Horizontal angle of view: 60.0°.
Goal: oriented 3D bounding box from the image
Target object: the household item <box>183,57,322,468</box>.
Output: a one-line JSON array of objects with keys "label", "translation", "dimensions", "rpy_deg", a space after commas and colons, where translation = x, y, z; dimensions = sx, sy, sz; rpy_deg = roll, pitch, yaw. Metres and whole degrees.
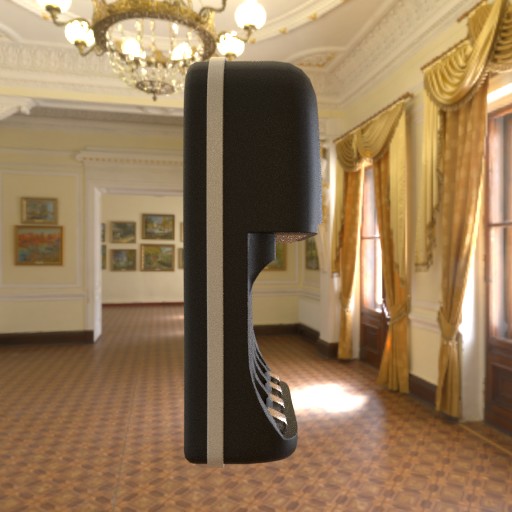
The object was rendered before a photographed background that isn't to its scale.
[{"label": "household item", "translation": [0.000, 0.000, 0.147], "dimensions": [0.038, 0.114, 0.070], "rpy_deg": [0, 0, 1]}]
